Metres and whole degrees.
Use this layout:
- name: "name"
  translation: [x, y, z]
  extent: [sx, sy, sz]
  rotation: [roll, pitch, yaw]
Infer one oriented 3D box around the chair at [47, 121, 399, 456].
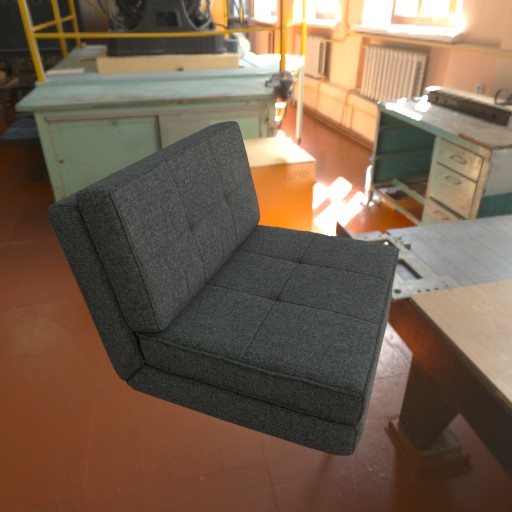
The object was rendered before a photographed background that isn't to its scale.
- name: "chair"
  translation: [0.000, 0.000, 1.322]
  extent: [0.800, 0.615, 0.740]
  rotation: [11, 31, 18]
